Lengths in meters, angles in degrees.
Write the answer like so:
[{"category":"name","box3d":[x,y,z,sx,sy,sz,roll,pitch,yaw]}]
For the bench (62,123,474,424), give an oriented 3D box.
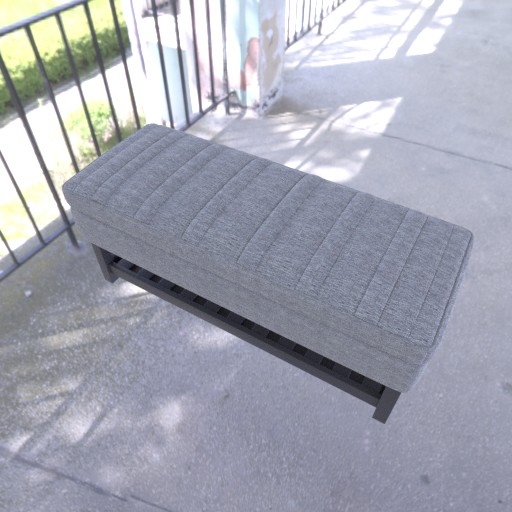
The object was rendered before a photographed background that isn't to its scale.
[{"category":"bench","box3d":[0.000,0.000,1.349,1.100,0.470,0.429,23,51,20]}]
